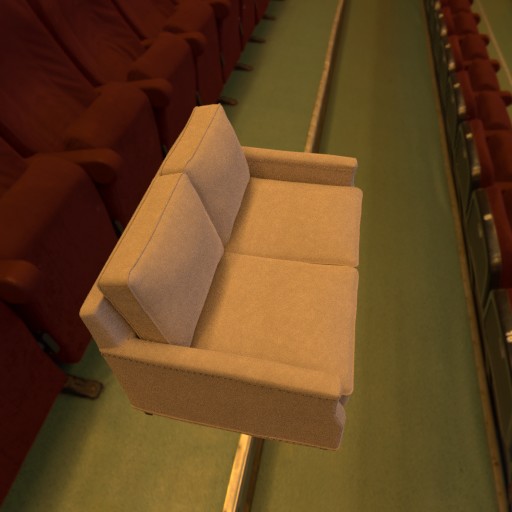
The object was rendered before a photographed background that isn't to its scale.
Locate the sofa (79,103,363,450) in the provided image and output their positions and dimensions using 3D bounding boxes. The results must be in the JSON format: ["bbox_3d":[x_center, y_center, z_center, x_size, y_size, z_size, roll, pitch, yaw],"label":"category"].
[{"bbox_3d":[0.000,0.000,2.336,1.084,1.002,1.597,8,47,8],"label":"sofa"}]
